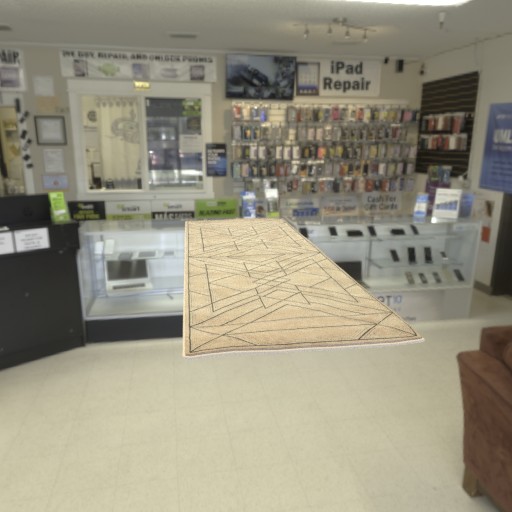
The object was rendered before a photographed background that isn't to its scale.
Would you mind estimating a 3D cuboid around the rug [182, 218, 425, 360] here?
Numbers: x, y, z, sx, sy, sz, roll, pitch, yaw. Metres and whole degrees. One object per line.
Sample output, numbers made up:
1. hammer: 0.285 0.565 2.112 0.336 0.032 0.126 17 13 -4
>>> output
1. rug: 0.000 0.000 2.602 0.831 0.036 2.381 -2 15 -8
